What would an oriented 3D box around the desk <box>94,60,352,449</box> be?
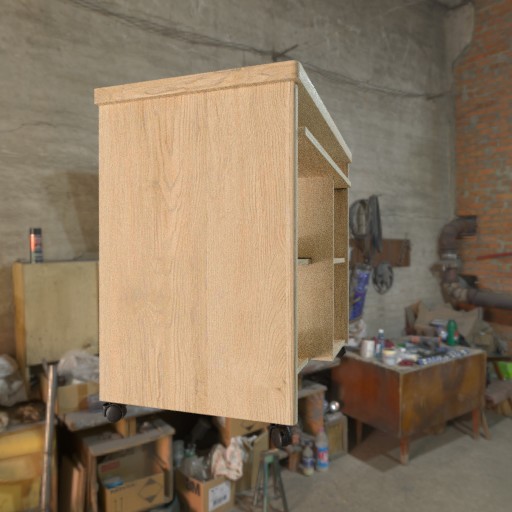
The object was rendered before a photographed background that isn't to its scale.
[{"bbox_3d":[0.000,0.000,1.357,0.480,0.770,0.885,0,0,19],"label":"desk"}]
